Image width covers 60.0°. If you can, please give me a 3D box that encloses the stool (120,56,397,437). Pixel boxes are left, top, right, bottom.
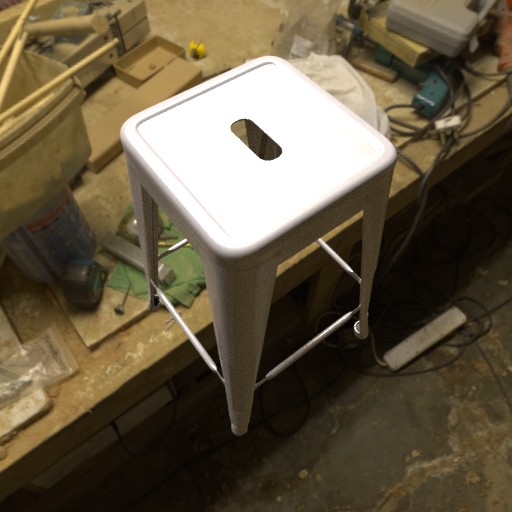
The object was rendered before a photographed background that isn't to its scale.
[{"bbox_3d":[0.000,0.000,0.862,0.406,0.610,0.406,-33,63,-19],"label":"stool"}]
